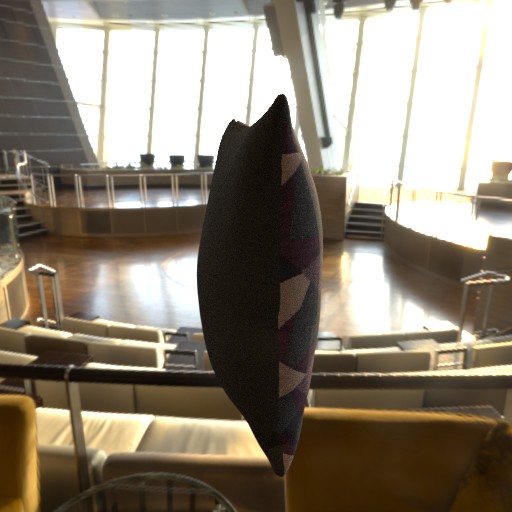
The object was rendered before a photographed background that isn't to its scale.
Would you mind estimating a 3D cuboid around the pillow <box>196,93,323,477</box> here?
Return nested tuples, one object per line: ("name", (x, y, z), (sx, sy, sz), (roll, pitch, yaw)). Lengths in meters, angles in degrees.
("pillow", (0.000, 0.000, 0.777), (0.208, 0.496, 0.503), (-2, 15, -9))
